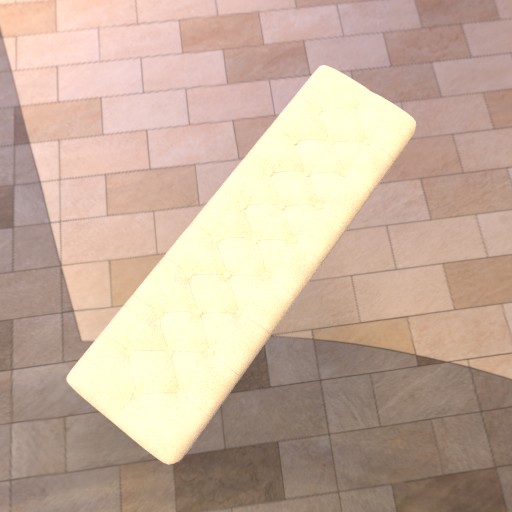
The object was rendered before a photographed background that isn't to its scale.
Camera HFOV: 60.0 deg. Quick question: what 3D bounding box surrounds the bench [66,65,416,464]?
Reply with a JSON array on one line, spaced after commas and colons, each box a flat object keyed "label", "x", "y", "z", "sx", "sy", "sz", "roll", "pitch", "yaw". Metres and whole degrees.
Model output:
[{"label": "bench", "x": 0.000, "y": 0.000, "z": 1.724, "sx": 0.455, "sy": 0.467, "sz": 1.480, "roll": 35, "pitch": 78, "yaw": 9}]
